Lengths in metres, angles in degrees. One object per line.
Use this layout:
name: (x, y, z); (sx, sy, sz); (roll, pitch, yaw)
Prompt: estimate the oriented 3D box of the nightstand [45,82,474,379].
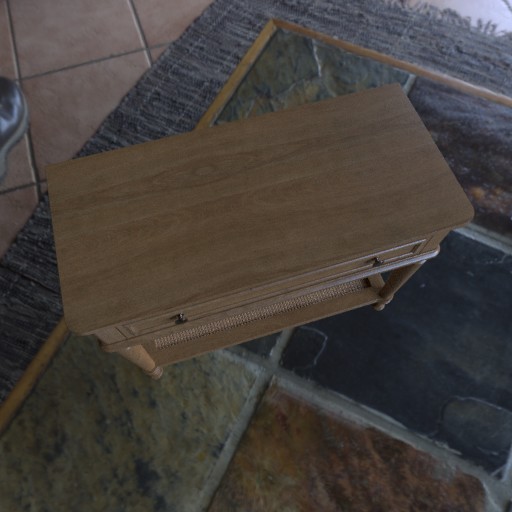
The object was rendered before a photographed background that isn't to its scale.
nightstand: (0.000, 0.000, 1.336); (0.914, 0.700, 0.432); (-16, 66, -7)
